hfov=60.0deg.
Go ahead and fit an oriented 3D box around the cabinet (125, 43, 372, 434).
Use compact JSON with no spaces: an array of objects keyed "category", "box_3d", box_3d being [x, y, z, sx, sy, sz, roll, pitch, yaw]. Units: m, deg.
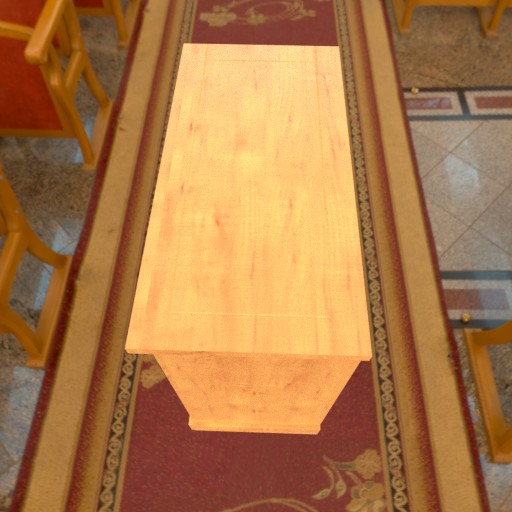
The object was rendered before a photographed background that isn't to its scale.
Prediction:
[{"category":"cabinet","box_3d":[0.000,0.000,1.402,0.450,0.840,0.920,2,59,1]}]
